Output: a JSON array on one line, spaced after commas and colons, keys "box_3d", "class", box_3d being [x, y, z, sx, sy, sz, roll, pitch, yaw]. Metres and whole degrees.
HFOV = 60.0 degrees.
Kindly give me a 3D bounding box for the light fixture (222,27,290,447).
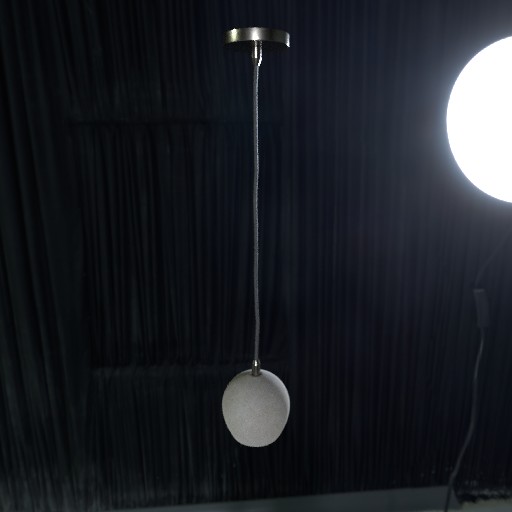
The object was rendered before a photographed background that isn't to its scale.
[{"box_3d": [0.000, 0.000, 0.839, 0.139, 0.764, 0.139, -2, 15, -9], "class": "light fixture"}]
